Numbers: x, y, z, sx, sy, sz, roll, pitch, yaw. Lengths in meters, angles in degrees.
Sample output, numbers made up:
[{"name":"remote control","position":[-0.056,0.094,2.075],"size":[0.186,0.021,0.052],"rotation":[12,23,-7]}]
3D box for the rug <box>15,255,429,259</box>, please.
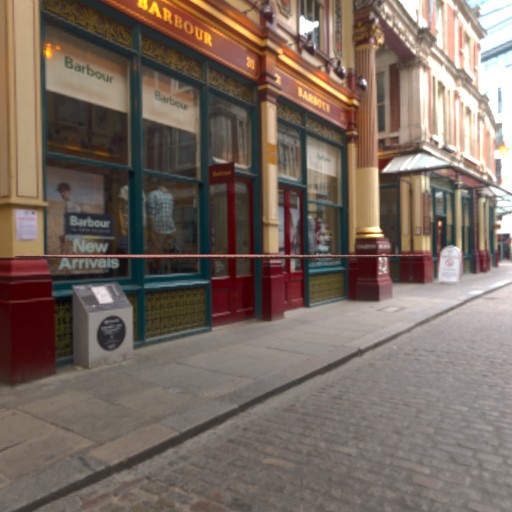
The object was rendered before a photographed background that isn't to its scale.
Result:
[{"name":"rug","position":[0.000,0.000,5.012],"size":[2.803,0.025,3.965],"rotation":[0,0,35]}]
